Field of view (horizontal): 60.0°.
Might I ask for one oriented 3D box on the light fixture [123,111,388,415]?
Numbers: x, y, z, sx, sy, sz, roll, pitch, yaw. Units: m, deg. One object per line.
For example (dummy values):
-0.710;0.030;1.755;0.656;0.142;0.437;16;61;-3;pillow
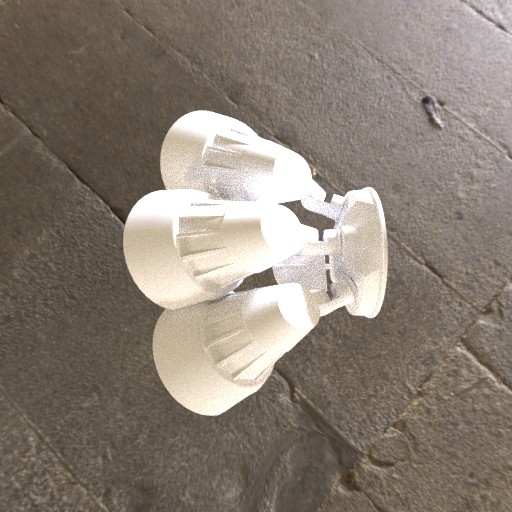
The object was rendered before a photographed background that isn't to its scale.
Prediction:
0.000;0.000;0.552;0.278;0.237;0.369;-1;74;0;light fixture
